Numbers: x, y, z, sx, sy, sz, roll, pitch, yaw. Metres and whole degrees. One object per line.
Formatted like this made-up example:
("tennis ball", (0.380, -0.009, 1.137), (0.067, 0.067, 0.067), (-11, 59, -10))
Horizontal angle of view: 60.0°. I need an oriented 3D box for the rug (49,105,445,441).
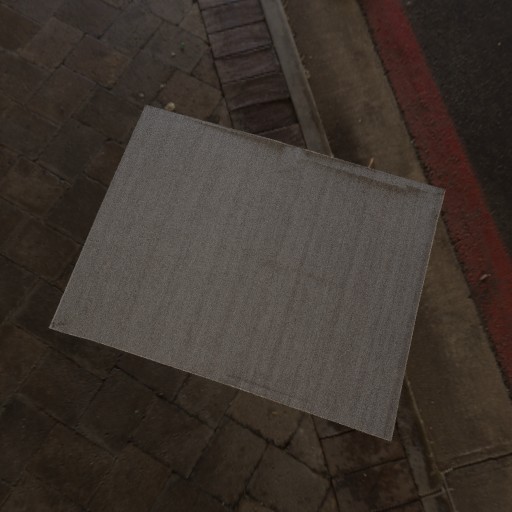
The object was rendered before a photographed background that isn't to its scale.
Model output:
("rug", (0.000, 0.000, 4.968), (3.778, 0.053, 2.873), (17, 76, 4))
